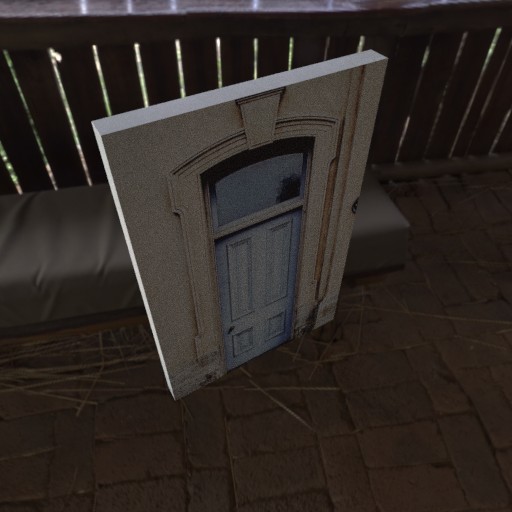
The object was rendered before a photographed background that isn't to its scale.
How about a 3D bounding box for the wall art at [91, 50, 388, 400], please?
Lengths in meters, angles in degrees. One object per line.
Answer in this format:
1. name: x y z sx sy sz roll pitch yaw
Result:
1. wall art: 0.000 0.000 0.770 0.403 0.607 0.036 -23 50 -21
